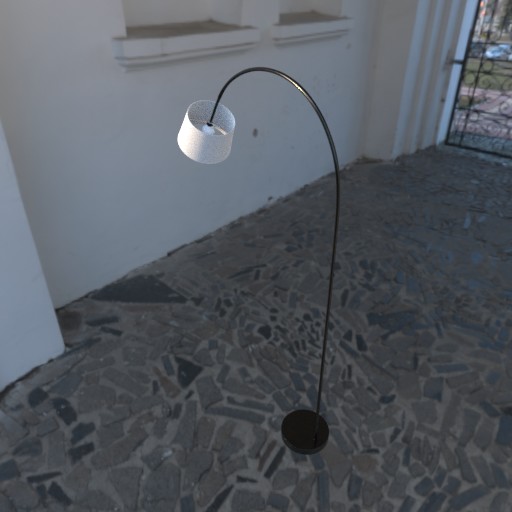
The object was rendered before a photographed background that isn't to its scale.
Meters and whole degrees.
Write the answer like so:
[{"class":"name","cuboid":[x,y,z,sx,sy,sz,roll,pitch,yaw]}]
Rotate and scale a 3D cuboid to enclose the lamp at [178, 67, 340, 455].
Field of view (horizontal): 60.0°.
[{"class":"lamp","cuboid":[0.000,0.000,2.638,0.331,2.104,1.363,-20,36,-30]}]
